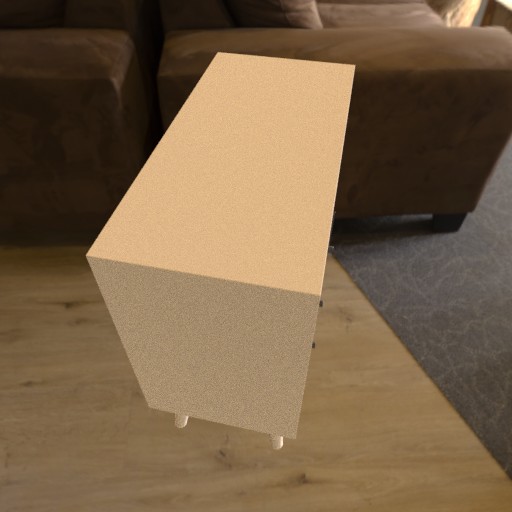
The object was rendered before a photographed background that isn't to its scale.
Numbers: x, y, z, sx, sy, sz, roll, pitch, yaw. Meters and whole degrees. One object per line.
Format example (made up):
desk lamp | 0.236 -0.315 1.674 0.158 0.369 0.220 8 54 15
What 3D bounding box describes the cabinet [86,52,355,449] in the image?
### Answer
cabinet | 0.000 0.000 1.240 0.398 0.761 0.800 9 48 8
